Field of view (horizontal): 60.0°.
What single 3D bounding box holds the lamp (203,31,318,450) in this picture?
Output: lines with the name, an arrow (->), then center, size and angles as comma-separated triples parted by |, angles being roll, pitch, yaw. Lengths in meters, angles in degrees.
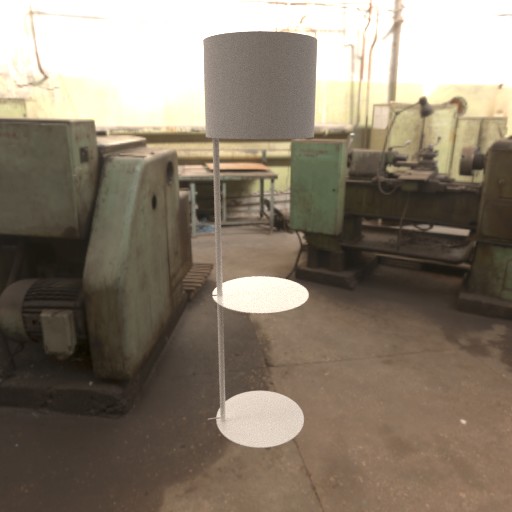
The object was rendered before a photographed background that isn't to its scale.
lamp -> 0.000, 0.000, 1.662 | 0.405, 1.465, 0.372 | -3, 18, -8
